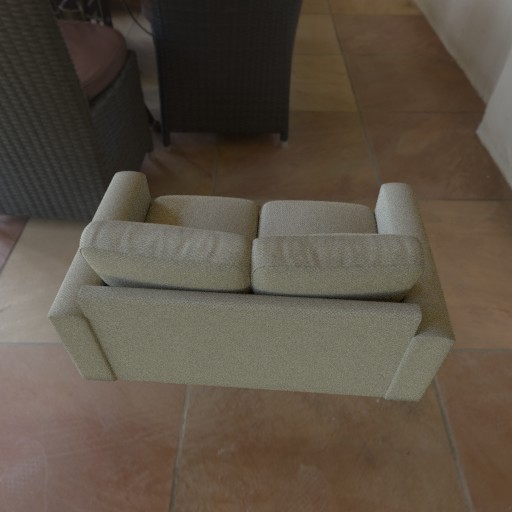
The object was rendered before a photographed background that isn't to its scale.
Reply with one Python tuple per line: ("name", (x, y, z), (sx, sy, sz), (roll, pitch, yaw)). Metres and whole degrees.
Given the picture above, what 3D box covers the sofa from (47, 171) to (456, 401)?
("sofa", (0.000, 0.000, 2.160), (1.616, 0.873, 1.016), (3, 47, 3))
